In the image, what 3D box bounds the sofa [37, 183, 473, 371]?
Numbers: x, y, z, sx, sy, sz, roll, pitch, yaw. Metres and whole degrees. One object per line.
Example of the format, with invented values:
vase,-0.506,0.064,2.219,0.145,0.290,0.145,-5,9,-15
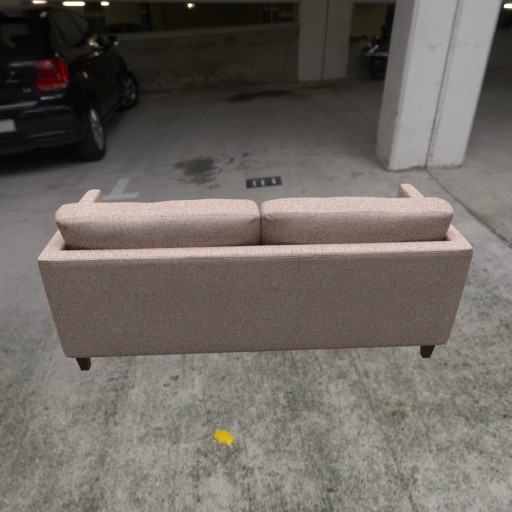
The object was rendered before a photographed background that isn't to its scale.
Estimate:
sofa,0.000,0.000,2.728,2.208,0.965,0.951,-1,30,-3
